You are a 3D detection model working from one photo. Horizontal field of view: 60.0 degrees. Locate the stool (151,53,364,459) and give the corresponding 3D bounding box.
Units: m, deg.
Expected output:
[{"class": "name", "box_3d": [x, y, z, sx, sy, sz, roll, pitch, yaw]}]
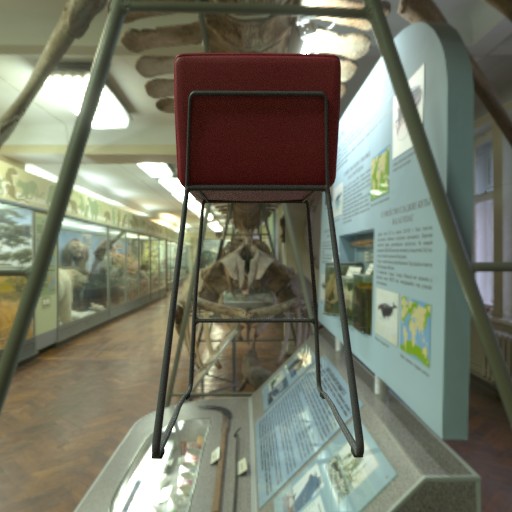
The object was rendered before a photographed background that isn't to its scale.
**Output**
[{"class": "stool", "box_3d": [0.000, 0.000, 1.256, 0.489, 0.937, 0.524, 0, 0, -1]}]
